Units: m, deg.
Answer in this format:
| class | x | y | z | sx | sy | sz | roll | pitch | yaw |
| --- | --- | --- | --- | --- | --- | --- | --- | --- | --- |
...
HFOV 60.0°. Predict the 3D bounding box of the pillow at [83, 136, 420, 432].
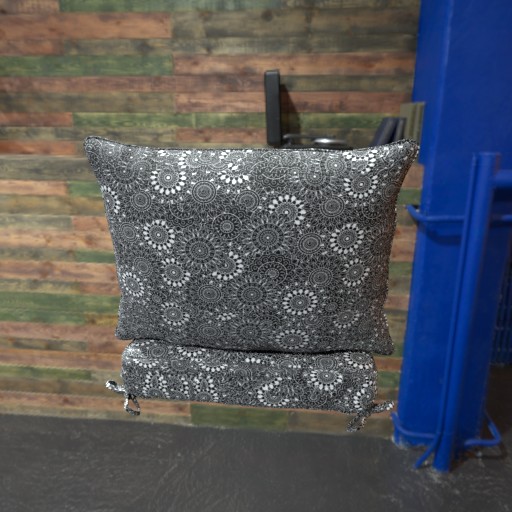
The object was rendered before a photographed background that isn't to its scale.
| class | x | y | z | sx | sy | sz | roll | pitch | yaw |
| --- | --- | --- | --- | --- | --- | --- | --- | --- | --- |
| pillow | 0.000 | 0.000 | 1.364 | 0.798 | 0.722 | 0.740 | 2 | 16 | 7 |
